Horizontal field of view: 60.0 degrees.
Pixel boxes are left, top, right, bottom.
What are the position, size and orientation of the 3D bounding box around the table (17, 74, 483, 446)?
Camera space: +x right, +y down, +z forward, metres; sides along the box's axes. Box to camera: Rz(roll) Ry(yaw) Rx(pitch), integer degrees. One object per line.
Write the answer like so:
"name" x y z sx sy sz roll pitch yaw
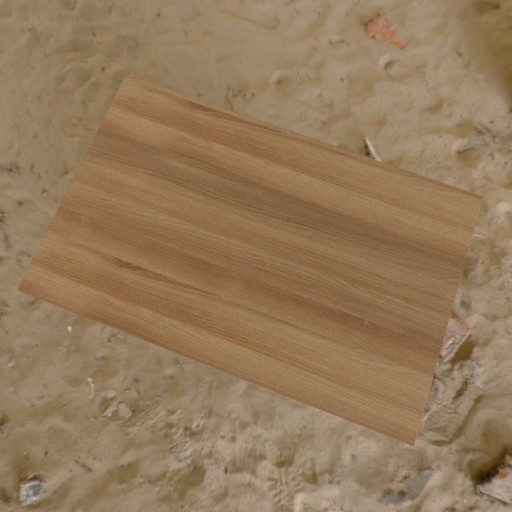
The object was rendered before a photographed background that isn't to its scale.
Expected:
"table" 0.000 0.000 1.374 1.100 0.330 0.700 20 78 5
